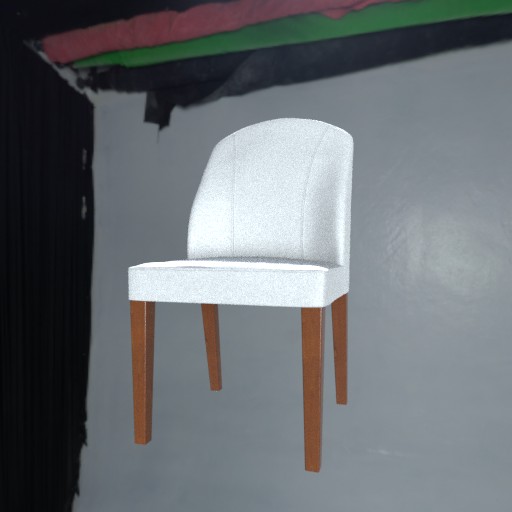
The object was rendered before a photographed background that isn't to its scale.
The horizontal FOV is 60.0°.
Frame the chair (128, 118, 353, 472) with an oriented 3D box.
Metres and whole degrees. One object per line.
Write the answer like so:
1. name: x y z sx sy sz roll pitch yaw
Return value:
1. chair: 0.000 0.000 1.207 0.472 0.893 0.540 0 1 18
